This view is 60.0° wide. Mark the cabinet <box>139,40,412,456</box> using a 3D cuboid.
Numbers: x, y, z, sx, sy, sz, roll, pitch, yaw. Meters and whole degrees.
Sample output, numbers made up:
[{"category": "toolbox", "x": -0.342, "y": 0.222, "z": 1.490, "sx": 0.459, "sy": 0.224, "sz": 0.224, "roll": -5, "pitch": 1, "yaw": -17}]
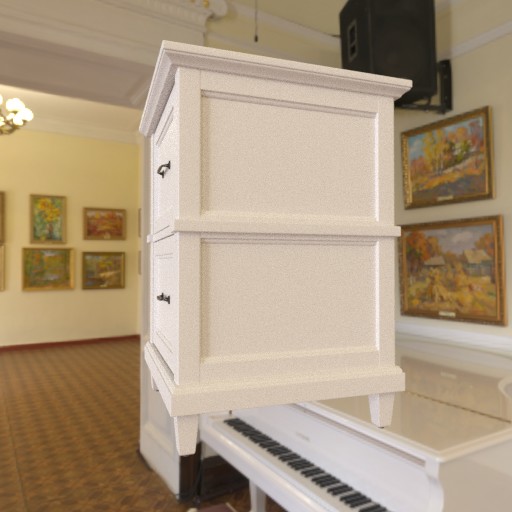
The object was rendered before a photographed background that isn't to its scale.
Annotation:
[{"category": "cabinet", "x": 0.000, "y": 0.000, "z": 1.144, "sx": 0.547, "sy": 0.775, "sz": 0.544, "roll": 0, "pitch": -1, "yaw": -19}]
